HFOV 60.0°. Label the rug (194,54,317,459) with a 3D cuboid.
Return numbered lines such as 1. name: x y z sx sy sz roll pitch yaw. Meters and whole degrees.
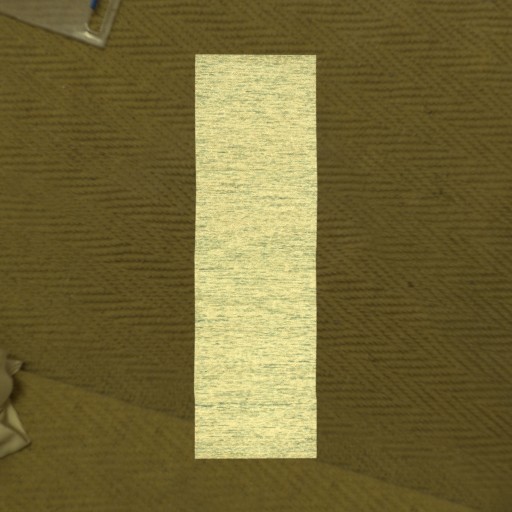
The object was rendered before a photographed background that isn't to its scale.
1. rug: 0.000 0.000 2.516 0.700 0.014 2.290 0 90 -1
